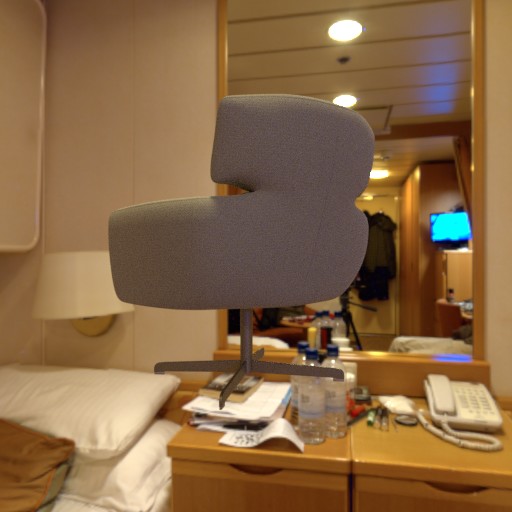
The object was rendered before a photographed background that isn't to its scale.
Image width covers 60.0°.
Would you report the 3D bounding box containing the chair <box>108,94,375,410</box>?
[{"bbox_3d":[0.000,0.000,1.433,0.760,0.810,0.730,0,0,-35],"label":"chair"}]
